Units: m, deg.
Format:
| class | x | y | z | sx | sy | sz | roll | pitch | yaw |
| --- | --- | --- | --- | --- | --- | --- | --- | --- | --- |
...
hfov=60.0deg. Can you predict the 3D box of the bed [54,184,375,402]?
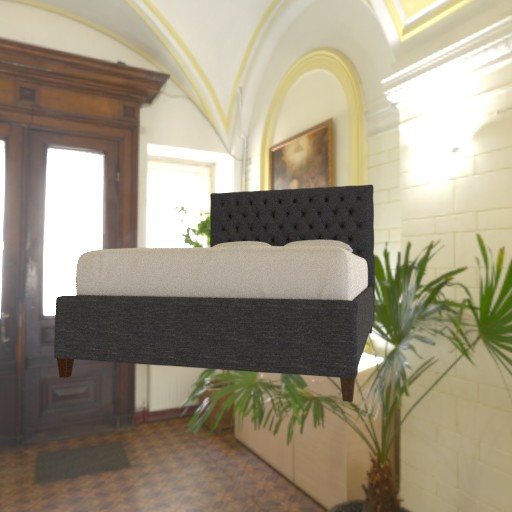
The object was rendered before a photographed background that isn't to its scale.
| class | x | y | z | sx | sy | sz | roll | pitch | yaw |
| --- | --- | --- | --- | --- | --- | --- | --- | --- | --- |
| bed | 0.000 | 0.000 | 3.404 | 1.698 | 1.427 | 2.387 | -1 | -2 | 17 |
